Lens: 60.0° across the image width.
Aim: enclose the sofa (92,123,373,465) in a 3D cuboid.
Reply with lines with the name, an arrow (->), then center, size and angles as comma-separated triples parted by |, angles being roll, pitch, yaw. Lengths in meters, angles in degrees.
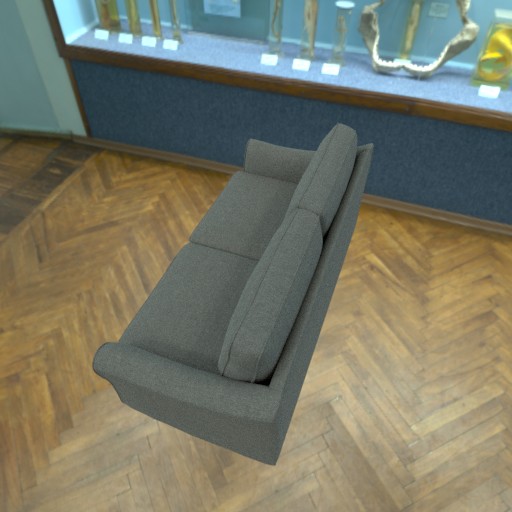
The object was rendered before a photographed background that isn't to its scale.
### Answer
sofa -> 0.000, 0.000, 2.829 | 1.013, 0.976, 2.203 | 15, 48, 14
